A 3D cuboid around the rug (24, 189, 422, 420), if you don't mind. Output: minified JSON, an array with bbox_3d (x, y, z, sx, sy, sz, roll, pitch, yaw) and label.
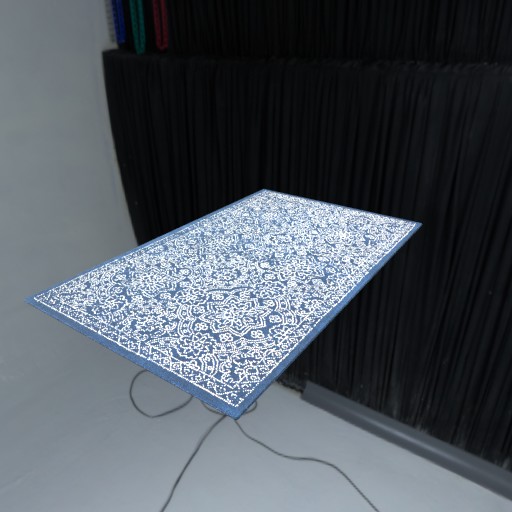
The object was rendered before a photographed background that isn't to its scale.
[{"bbox_3d":[0.000,0.000,3.025,1.526,0.015,2.441,17,32,31],"label":"rug"}]
